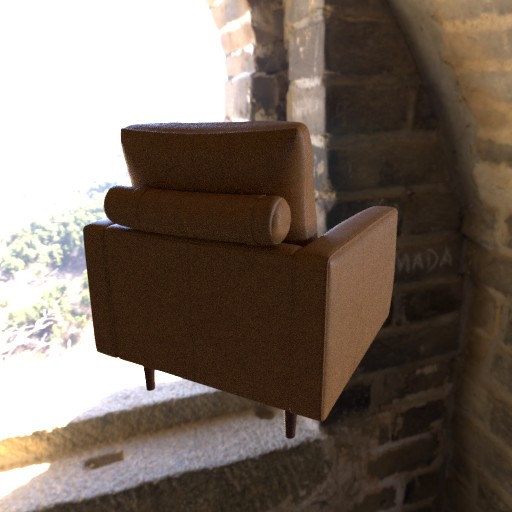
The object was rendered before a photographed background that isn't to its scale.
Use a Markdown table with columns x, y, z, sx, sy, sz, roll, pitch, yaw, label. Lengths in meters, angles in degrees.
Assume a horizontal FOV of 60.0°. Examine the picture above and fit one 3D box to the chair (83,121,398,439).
| x | y | z | sx | sy | sz | roll | pitch | yaw | label |
| --- | --- | --- | --- | --- | --- | --- | --- | --- | --- |
| 0.000 | 0.000 | 1.555 | 0.831 | 0.896 | 0.868 | 8 | 18 | 27 | chair |
